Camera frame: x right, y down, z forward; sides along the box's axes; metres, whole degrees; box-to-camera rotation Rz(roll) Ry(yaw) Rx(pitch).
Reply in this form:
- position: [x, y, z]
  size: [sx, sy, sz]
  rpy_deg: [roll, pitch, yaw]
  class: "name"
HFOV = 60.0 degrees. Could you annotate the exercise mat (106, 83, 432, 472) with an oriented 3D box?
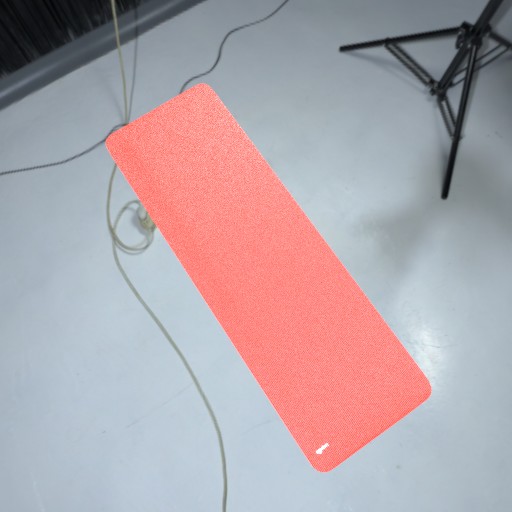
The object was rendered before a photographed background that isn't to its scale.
- position: [0.000, 0.000, 2.060]
  size: [0.616, 0.021, 1.869]
  rpy_deg: [-33, 77, -8]
  class: "exercise mat"
